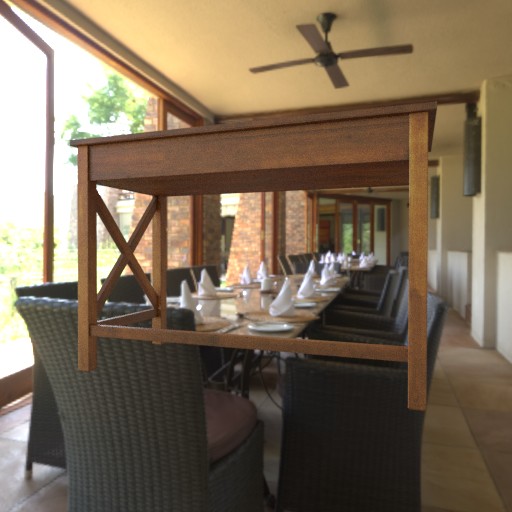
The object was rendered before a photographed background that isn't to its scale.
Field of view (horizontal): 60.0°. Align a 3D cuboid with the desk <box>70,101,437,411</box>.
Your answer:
[{"bbox_3d":[0.000,0.000,1.507,1.117,0.762,0.508,0,1,20],"label":"desk"}]
